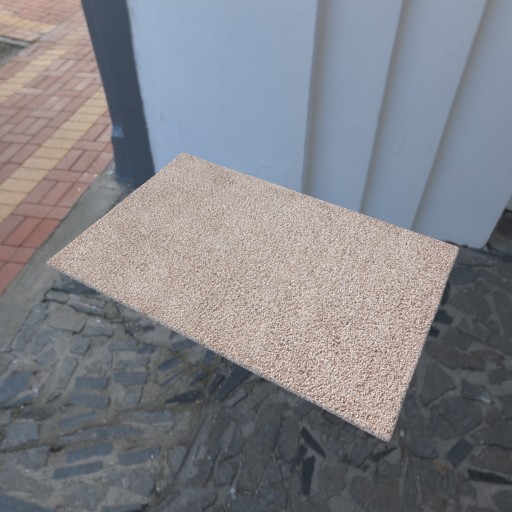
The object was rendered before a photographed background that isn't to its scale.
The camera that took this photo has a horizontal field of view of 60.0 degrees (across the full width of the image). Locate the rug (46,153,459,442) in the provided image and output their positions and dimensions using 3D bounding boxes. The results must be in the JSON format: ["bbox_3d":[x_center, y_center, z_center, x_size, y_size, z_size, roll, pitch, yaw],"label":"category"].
[{"bbox_3d":[0.000,0.000,3.486,2.743,0.030,1.778,23,50,20],"label":"rug"}]
